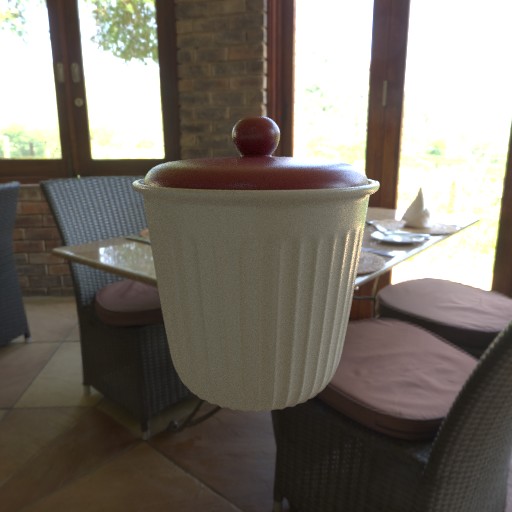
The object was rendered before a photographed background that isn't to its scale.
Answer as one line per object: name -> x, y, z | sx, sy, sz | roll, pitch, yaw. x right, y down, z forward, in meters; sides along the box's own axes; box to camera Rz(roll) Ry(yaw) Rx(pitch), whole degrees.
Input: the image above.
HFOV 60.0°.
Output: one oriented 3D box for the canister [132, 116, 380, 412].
canister -> 0.000, 0.000, 0.350 | 0.181, 0.211, 0.181 | 0, 14, 0
